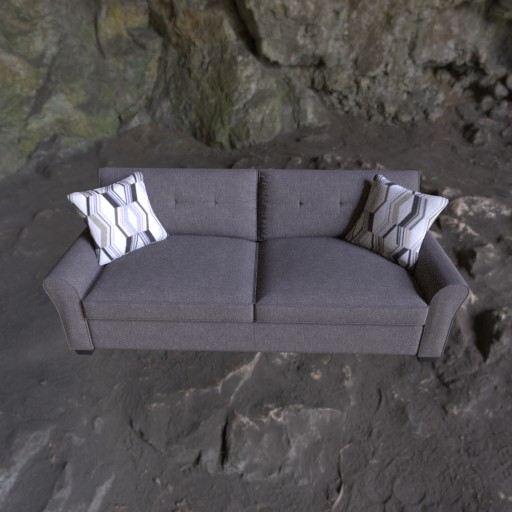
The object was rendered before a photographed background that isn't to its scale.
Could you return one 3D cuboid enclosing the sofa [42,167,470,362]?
[{"bbox_3d":[0.000,0.000,2.497,2.032,0.813,0.889,1,30,1],"label":"sofa"}]
